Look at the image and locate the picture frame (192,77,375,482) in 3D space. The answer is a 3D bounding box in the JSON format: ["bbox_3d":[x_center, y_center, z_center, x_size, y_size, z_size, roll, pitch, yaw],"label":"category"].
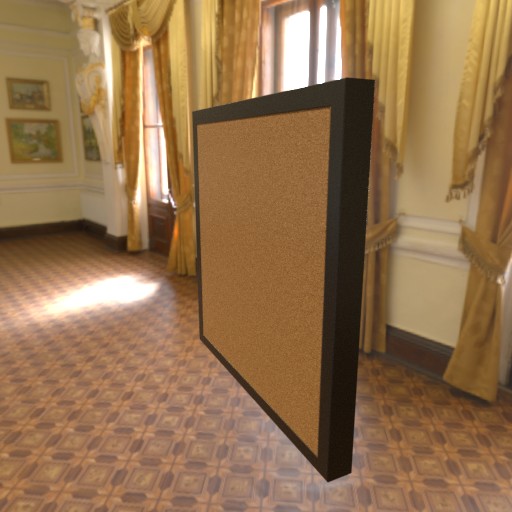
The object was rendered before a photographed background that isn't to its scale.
[{"bbox_3d":[0.000,0.000,0.530,0.029,0.353,0.355,-7,15,-26],"label":"picture frame"}]
